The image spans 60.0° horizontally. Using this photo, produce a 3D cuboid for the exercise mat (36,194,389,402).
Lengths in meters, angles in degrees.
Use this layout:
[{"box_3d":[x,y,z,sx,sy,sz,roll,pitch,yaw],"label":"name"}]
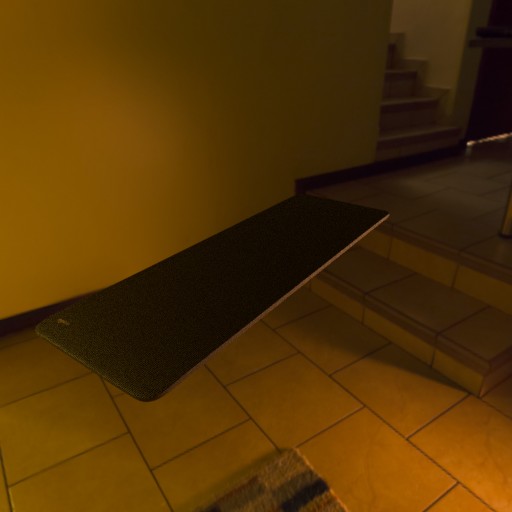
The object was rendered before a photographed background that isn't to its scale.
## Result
[{"box_3d":[0.000,0.000,2.062,0.616,0.021,1.869,17,31,32],"label":"exercise mat"}]
